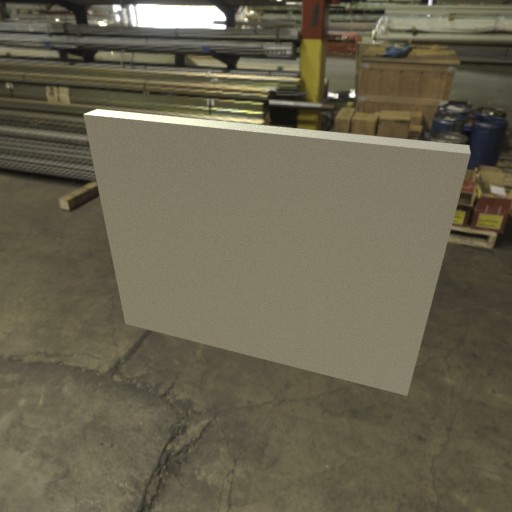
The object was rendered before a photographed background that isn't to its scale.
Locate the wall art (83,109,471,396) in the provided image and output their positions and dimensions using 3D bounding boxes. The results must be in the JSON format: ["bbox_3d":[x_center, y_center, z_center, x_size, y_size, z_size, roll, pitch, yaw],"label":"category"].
[{"bbox_3d":[0.000,0.000,1.393,1.056,0.801,0.066,11,33,17],"label":"wall art"}]
